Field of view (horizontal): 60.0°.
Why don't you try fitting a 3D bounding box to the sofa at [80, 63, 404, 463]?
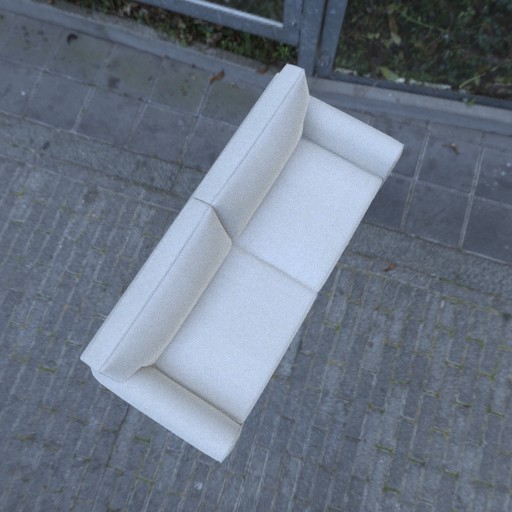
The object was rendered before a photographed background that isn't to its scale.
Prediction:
[{"bbox_3d":[0.000,0.000,2.687,0.901,0.962,2.146,30,77,8],"label":"sofa"}]
